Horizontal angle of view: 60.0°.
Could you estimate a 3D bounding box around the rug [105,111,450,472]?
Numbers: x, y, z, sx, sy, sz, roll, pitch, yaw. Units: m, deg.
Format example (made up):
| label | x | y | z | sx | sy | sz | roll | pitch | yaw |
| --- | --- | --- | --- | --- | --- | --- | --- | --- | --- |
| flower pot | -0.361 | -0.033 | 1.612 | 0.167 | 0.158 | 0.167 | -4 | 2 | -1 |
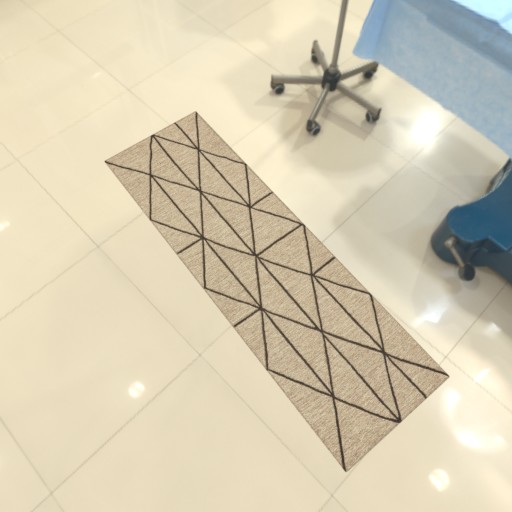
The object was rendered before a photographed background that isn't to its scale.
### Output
| label | x | y | z | sx | sy | sz | roll | pitch | yaw |
| --- | --- | --- | --- | --- | --- | --- | --- | --- | --- |
| rug | 0.000 | 0.000 | 2.723 | 0.762 | 0.012 | 2.438 | -35 | 68 | -16 |
